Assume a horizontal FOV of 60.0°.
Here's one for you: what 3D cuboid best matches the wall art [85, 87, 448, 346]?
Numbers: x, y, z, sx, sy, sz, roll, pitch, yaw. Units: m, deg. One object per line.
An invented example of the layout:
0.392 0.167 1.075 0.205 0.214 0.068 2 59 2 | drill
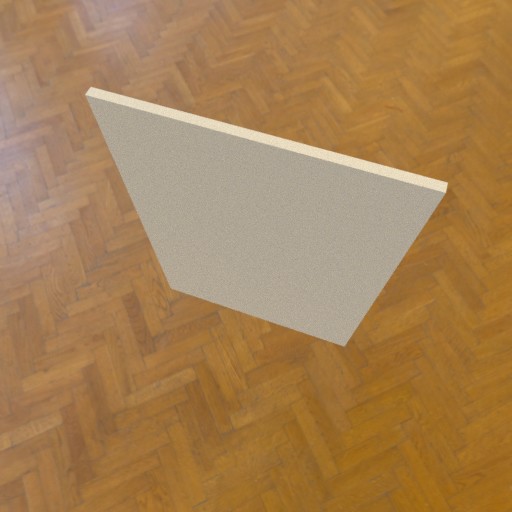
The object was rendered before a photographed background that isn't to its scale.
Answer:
0.000 0.000 0.683 0.381 0.533 0.013 17 64 9 | wall art
